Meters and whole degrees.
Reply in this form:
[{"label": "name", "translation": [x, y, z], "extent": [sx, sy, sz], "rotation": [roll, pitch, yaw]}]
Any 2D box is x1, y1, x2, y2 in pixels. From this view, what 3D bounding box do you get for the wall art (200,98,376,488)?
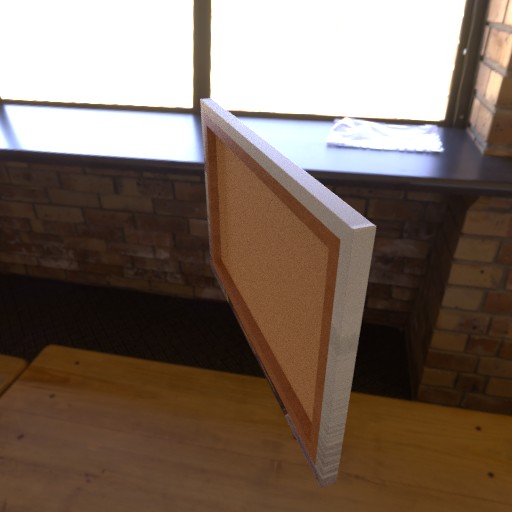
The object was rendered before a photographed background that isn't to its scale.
[{"label": "wall art", "translation": [0.000, 0.000, 1.144], "extent": [0.037, 0.609, 0.916], "rotation": [-10, 32, -17]}]
